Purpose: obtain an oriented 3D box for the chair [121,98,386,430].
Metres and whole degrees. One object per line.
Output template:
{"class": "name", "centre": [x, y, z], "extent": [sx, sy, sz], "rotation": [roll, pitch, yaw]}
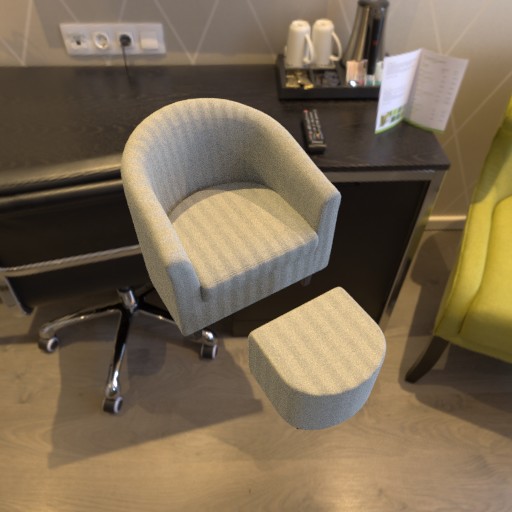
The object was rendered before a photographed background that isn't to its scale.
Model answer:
{"class": "chair", "centre": [0.000, 0.000, 1.776], "extent": [0.756, 0.757, 1.288], "rotation": [-24, 52, -21]}
